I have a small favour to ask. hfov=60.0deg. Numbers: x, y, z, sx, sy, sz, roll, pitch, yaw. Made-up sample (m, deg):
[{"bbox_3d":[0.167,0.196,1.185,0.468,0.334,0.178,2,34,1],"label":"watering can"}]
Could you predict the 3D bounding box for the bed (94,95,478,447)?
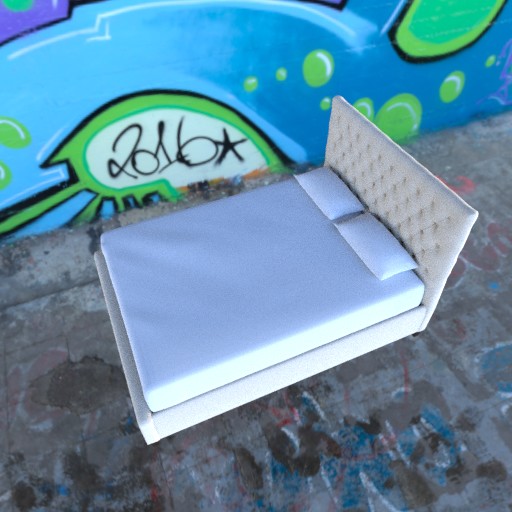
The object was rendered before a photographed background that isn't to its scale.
[{"bbox_3d":[0.000,0.000,3.487,2.387,1.427,1.698,-18,50,-16],"label":"bed"}]
